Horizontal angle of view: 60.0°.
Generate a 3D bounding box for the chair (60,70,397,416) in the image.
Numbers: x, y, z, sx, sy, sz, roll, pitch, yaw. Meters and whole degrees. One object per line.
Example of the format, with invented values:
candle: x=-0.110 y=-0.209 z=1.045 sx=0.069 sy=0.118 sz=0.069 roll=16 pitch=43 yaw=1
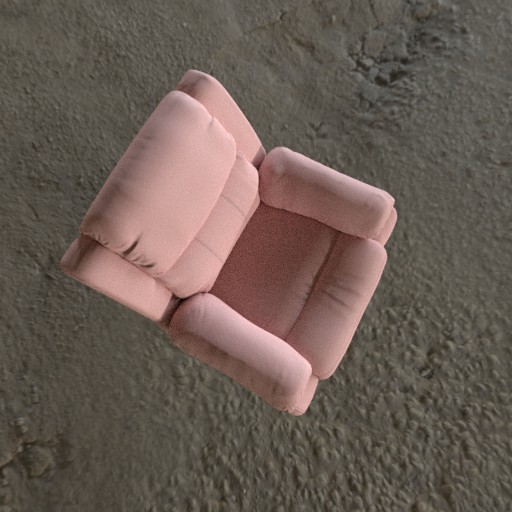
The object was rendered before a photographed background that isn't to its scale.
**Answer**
chair: x=0.000 y=0.000 z=1.271 sx=0.709 sy=0.702 sz=0.680 roll=27 pitch=77 yaw=7
